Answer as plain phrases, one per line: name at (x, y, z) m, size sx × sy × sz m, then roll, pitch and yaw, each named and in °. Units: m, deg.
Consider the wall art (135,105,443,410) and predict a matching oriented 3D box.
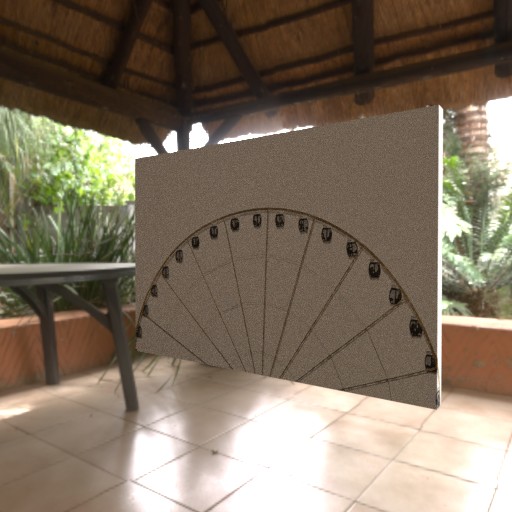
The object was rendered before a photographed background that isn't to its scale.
wall art at (0.000, 0.000, 1.143) m, size 0.898 × 0.601 × 0.038 m, roll 1°, pitch 1°, yaw 35°
